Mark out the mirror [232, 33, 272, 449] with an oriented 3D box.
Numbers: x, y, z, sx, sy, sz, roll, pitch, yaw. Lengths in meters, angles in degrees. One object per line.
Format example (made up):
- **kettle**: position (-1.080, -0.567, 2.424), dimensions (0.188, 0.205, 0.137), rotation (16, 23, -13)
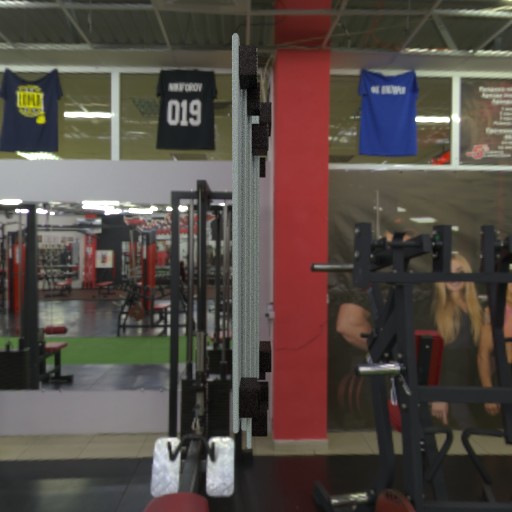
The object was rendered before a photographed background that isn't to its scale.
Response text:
- **mirror**: position (0.000, 0.000, 0.812), dimensions (0.058, 0.611, 0.445), rotation (0, 1, 1)
